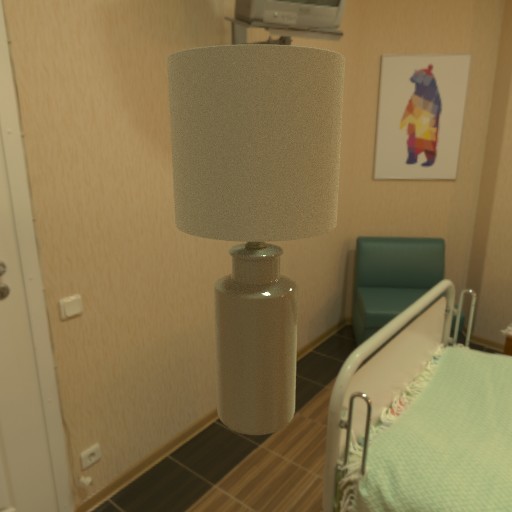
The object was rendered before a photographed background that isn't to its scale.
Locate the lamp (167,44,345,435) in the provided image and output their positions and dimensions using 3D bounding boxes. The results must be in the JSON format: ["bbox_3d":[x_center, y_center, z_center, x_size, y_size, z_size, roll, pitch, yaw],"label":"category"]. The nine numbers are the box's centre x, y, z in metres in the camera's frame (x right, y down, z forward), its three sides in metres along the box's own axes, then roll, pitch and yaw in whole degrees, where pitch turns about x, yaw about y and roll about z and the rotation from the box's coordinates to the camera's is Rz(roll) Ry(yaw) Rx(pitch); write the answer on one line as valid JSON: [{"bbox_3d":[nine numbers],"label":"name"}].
[{"bbox_3d":[0.000,0.000,0.605,0.212,0.493,0.212,2,16,9],"label":"lamp"}]
